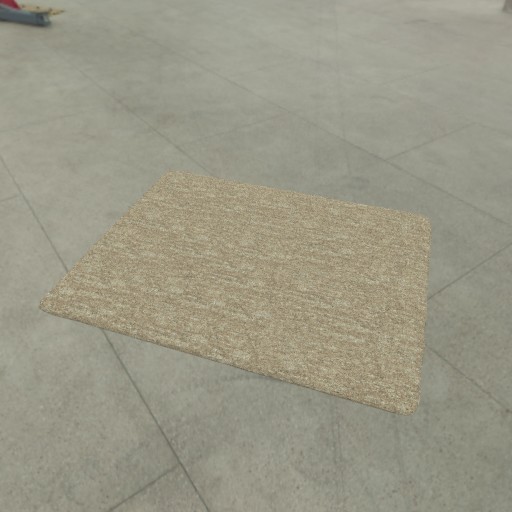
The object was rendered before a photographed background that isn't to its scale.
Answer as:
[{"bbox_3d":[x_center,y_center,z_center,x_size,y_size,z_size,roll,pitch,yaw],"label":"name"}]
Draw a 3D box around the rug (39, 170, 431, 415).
[{"bbox_3d":[0.000,0.000,3.839,2.873,0.050,2.242,12,42,14],"label":"rug"}]
